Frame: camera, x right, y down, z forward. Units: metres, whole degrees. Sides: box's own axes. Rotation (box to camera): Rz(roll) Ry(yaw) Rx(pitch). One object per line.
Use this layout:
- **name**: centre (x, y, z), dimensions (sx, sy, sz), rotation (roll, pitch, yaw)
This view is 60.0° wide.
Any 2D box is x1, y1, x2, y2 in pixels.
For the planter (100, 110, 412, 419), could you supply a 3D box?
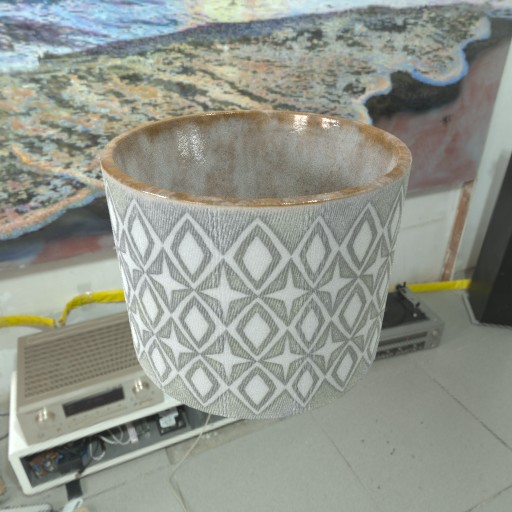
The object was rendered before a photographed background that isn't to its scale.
- **planter**: centre (0.000, 0.000, 0.433), dimensions (0.255, 0.223, 0.255), rotation (0, 31, 0)
